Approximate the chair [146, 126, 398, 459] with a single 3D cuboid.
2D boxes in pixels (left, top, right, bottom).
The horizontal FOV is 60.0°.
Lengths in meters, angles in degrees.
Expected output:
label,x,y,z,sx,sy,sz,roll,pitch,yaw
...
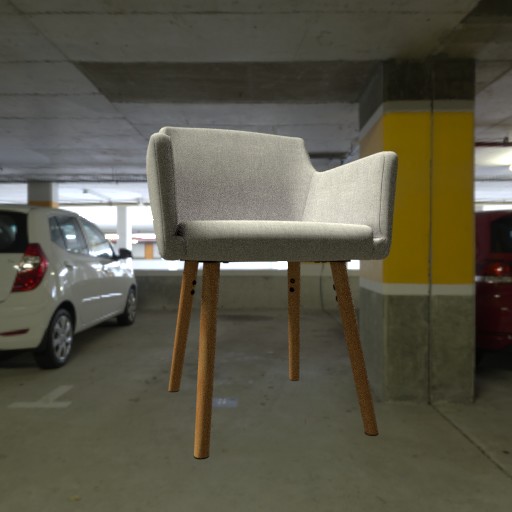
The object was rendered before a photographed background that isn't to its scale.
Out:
label,x,y,z,sx,sy,sz,roll,pitch,yaw
chair,0.000,0.000,1.162,0.570,0.780,0.540,0,0,-17
